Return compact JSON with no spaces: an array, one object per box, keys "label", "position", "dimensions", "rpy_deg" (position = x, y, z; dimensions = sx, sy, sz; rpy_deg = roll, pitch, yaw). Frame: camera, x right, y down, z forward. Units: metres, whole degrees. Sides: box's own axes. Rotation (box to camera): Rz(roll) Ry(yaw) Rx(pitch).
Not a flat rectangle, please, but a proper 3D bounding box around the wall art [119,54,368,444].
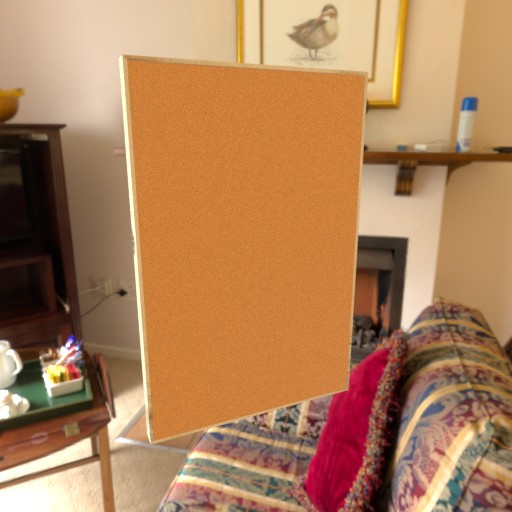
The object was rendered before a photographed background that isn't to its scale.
[{"label":"wall art","position":[0.000,0.000,0.958],"dimensions":[0.508,0.764,0.038],"rpy_deg":[-7,17,-24]}]
